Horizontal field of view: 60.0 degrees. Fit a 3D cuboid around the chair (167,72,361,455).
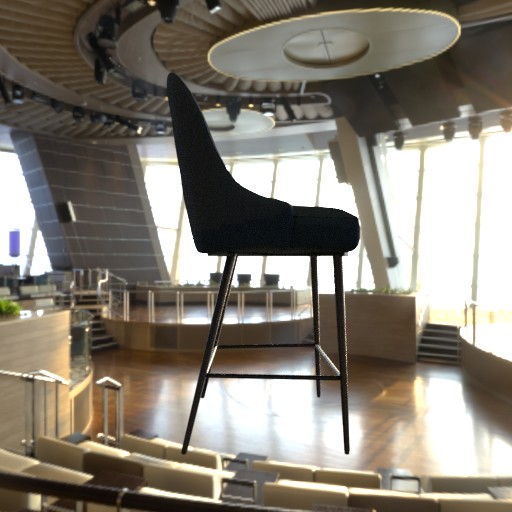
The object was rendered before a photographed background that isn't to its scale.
[{"bbox_3d":[0.000,0.000,1.243,0.489,0.927,0.526,0,0,-1],"label":"chair"}]
